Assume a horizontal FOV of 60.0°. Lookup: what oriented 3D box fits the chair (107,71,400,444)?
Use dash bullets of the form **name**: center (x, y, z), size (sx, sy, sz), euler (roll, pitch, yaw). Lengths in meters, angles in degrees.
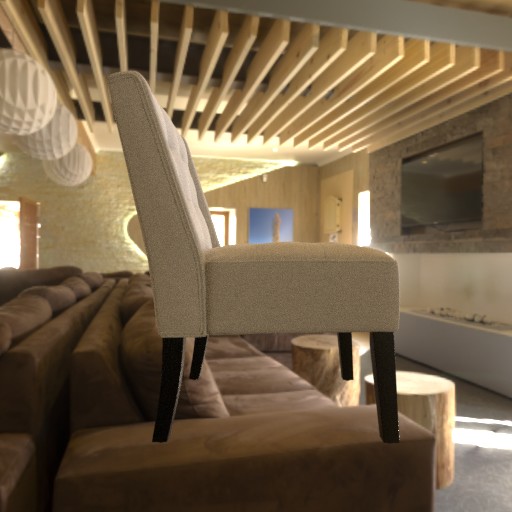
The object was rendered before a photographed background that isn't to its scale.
- **chair**: center (0.000, 0.000, 1.268), size (0.676, 0.853, 0.569), euler (0, 0, 1)
